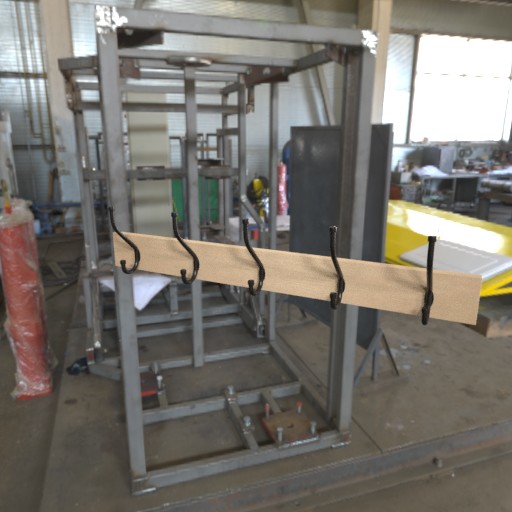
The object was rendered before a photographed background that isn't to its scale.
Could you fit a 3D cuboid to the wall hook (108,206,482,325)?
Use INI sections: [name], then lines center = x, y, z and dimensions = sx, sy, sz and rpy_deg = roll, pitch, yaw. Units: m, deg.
[wall hook]
center = 0.000, 0.000, 0.625
dimensions = 0.571, 0.117, 0.071
rpy_deg = 7, 17, 25
